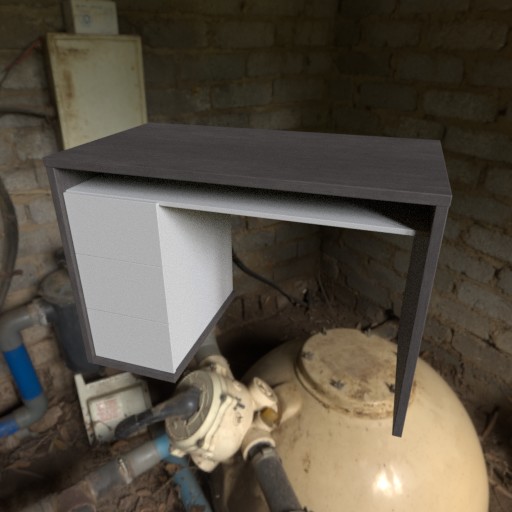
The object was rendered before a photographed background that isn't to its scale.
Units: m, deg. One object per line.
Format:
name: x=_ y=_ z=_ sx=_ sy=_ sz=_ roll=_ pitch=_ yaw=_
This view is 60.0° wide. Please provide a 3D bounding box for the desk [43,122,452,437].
desk: x=0.000 y=0.000 z=1.546 sx=1.100 sy=0.750 sz=0.600 roll=8 pitch=28 yaw=16
